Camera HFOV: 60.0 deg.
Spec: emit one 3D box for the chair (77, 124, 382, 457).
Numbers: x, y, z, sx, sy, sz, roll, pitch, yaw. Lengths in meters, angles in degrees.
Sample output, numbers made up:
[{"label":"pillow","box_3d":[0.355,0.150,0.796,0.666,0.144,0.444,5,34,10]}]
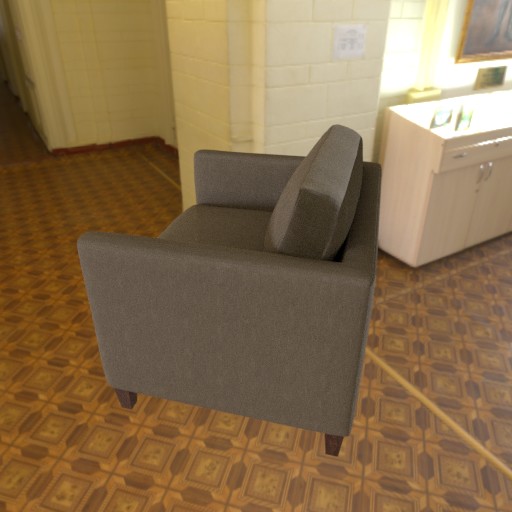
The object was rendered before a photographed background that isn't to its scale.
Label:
[{"label":"chair","box_3d":[0.000,0.000,1.867,0.959,0.963,1.107,7,30,13]}]
